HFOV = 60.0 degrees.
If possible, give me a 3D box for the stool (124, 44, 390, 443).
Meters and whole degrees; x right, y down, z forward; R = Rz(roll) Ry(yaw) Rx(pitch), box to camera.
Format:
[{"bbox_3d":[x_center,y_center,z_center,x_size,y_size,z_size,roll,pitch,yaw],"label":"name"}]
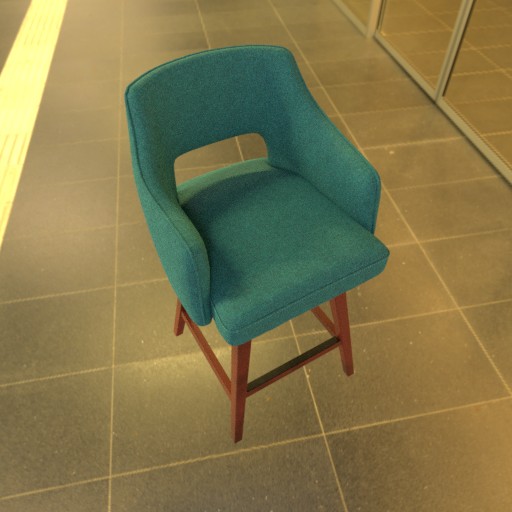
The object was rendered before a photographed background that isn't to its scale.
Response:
[{"bbox_3d":[0.000,0.000,1.265,0.548,0.961,0.556,-23,52,-20],"label":"stool"}]
